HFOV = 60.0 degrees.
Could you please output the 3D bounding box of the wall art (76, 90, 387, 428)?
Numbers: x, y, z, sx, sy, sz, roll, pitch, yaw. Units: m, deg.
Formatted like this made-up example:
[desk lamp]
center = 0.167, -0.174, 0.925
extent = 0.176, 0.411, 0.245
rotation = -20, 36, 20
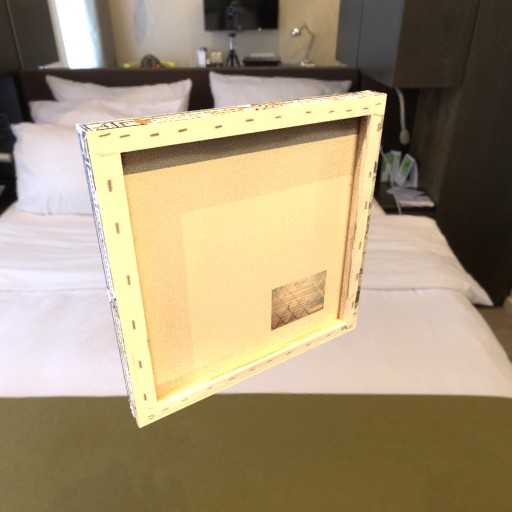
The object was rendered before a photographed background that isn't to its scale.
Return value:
[wall art]
center = 0.000, 0.000, 0.632
extent = 0.411, 0.410, 0.038
rotation = -17, 33, -28
